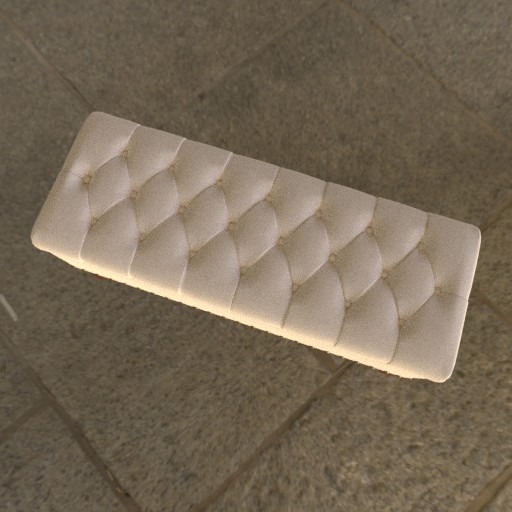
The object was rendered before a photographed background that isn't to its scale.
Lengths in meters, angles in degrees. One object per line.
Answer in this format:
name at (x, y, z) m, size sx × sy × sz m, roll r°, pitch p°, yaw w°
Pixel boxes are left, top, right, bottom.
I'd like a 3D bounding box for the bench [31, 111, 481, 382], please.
bench at (0.000, 0.000, 1.285) m, size 1.054 × 0.470 × 0.400 m, roll 18°, pitch 76°, yaw 5°
